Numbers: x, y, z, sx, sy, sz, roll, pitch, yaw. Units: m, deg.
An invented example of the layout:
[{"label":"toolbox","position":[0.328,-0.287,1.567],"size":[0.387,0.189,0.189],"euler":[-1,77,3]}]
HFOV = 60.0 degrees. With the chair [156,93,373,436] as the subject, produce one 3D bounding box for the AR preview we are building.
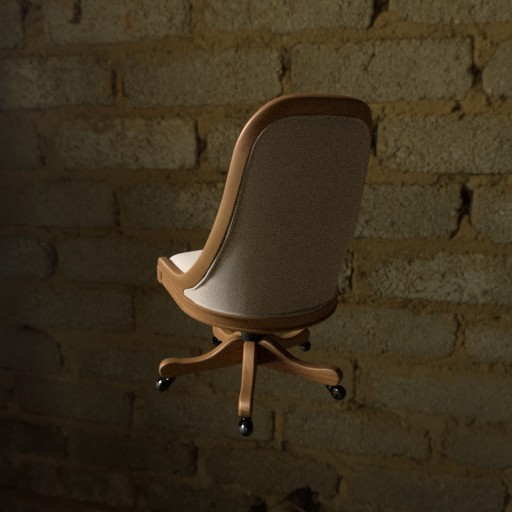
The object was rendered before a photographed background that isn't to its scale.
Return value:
[{"label":"chair","position":[0.000,0.000,1.567],"size":[0.702,1.009,0.811],"euler":[-7,16,-26]}]
